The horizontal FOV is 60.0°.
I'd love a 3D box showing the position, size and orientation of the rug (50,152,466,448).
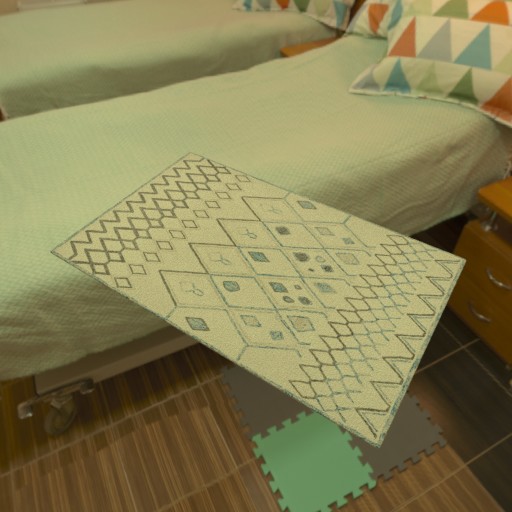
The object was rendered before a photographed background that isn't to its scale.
[{"bbox_3d":[0.000,0.000,3.053,2.439,0.015,1.524,25,51,23],"label":"rug"}]
